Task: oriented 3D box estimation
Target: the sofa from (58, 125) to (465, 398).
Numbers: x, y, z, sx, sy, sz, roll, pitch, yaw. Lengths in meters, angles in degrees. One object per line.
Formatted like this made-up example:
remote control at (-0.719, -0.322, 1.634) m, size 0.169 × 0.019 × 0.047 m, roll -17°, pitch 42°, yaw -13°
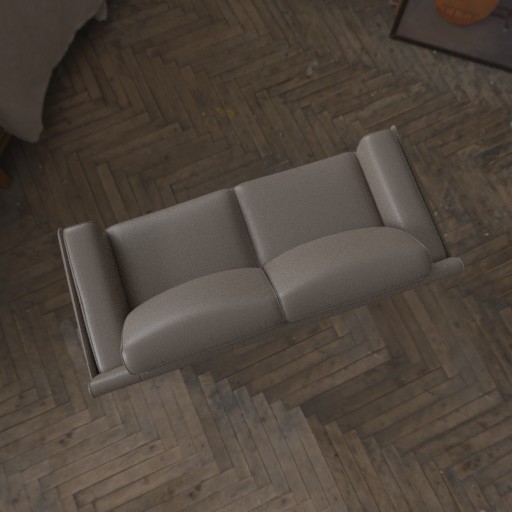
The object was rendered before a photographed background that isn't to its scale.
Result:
sofa at (0.000, 0.000, 2.590) m, size 2.101 × 0.930 × 1.049 m, roll -18°, pitch 77°, yaw -4°
